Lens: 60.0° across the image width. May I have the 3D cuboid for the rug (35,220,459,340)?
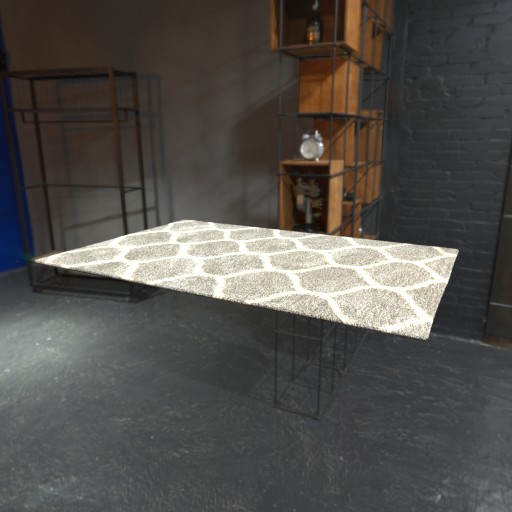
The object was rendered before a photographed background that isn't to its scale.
[{"bbox_3d":[0.000,0.000,3.370,2.701,0.026,1.801,8,17,27],"label":"rug"}]
